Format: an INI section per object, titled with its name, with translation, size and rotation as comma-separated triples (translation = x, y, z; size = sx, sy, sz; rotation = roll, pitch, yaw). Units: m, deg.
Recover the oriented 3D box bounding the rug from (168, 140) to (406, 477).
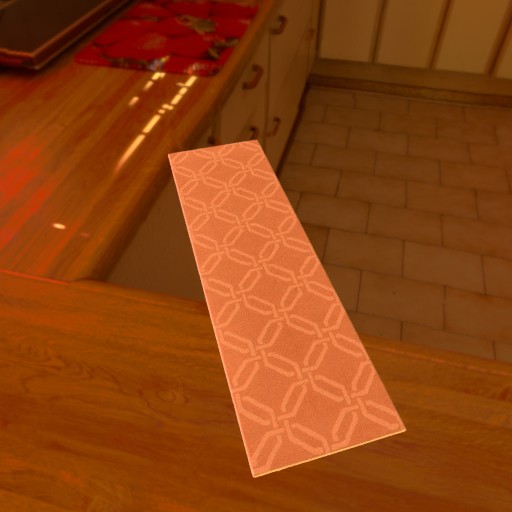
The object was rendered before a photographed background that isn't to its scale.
[rug]
translation = 0.000, 0.000, 2.553
size = 0.678, 0.014, 2.276
rotation = -12, 49, -11
